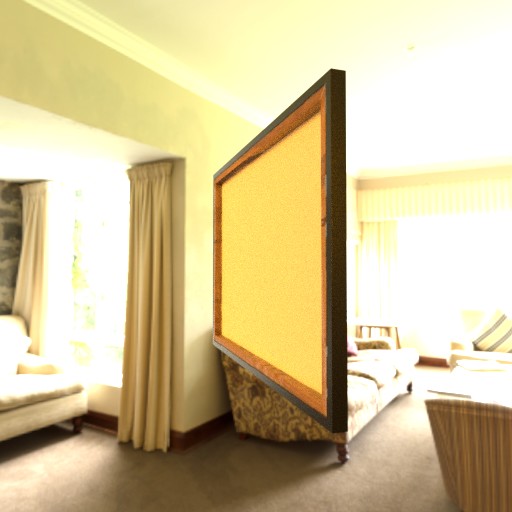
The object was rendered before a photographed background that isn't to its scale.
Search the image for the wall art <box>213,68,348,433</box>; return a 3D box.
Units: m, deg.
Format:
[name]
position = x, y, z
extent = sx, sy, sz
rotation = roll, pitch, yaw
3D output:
[wall art]
position = 0.000, 0.000, 0.856
extent = 0.022, 0.446, 0.659
rotation = 1, -2, -18
